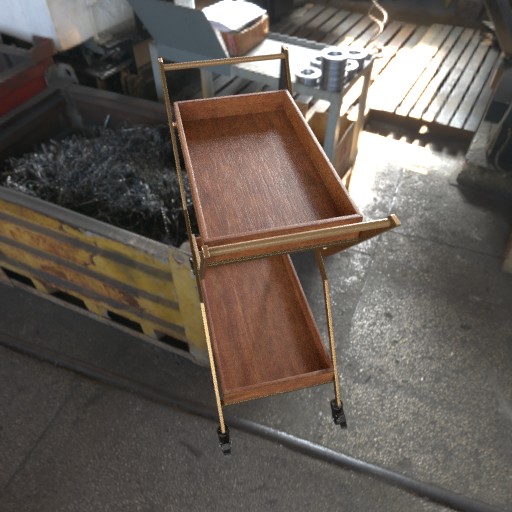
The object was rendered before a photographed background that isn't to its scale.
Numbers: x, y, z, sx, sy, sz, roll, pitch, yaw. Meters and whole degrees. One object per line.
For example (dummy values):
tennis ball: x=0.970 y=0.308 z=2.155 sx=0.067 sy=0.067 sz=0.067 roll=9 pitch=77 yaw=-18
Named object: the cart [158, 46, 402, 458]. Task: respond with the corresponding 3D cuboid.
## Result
cart: x=0.000 y=0.000 z=1.330 sx=0.405 sy=0.869 sz=0.836 roll=-10 pitch=48 yaw=-9
